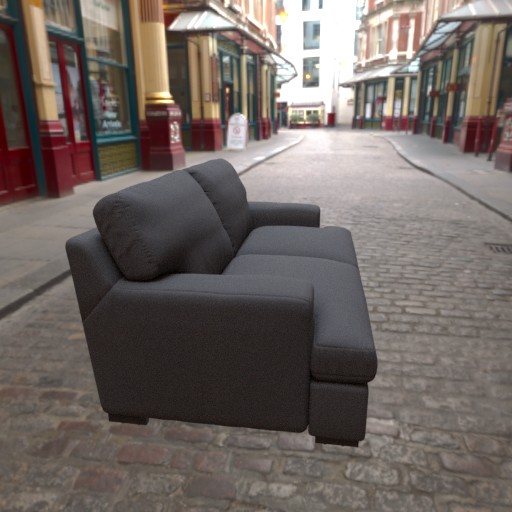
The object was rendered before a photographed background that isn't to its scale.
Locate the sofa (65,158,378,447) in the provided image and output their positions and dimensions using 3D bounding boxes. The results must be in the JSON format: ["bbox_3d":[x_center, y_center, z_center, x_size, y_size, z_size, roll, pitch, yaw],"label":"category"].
[{"bbox_3d":[0.000,0.000,2.447,1.143,0.940,1.880,3,17,8],"label":"sofa"}]
